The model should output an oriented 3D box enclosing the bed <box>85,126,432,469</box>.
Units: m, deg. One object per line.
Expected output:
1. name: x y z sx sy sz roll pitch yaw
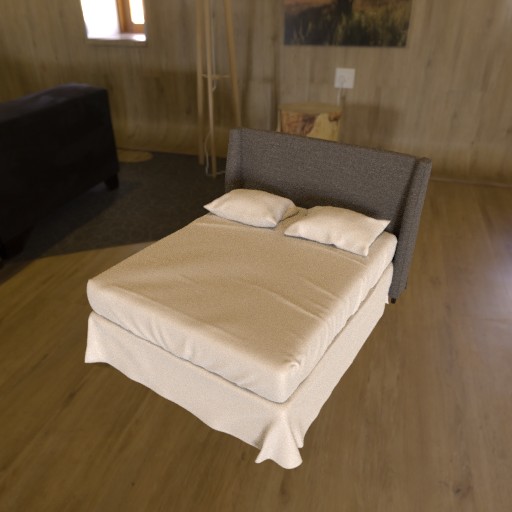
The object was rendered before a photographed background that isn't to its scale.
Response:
1. bed: 0.000 0.000 3.483 1.925 1.332 2.276 18 35 28
